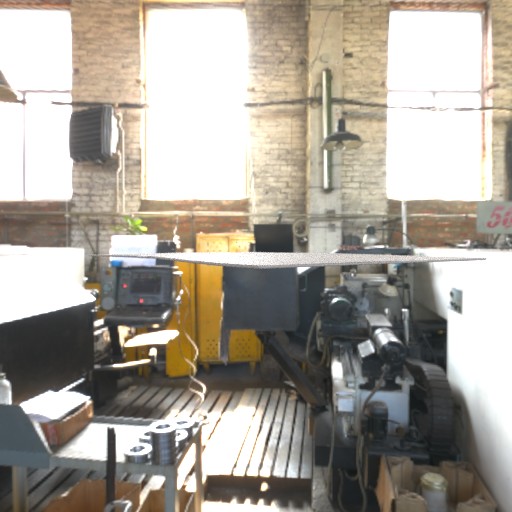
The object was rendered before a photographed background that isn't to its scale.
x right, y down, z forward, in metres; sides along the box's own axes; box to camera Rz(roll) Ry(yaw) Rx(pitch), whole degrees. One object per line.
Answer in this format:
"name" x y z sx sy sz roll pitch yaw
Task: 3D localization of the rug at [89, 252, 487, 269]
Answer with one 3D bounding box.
"rug" 0.000 0.000 3.002 1.604 0.030 2.307 -1 2 -35
